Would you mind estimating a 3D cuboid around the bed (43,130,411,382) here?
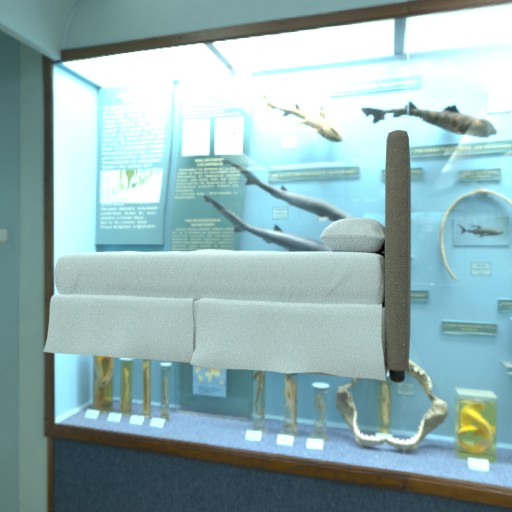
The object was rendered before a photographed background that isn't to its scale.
[{"bbox_3d":[0.000,0.000,3.559,2.341,1.317,2.119,0,0,19],"label":"bed"}]
